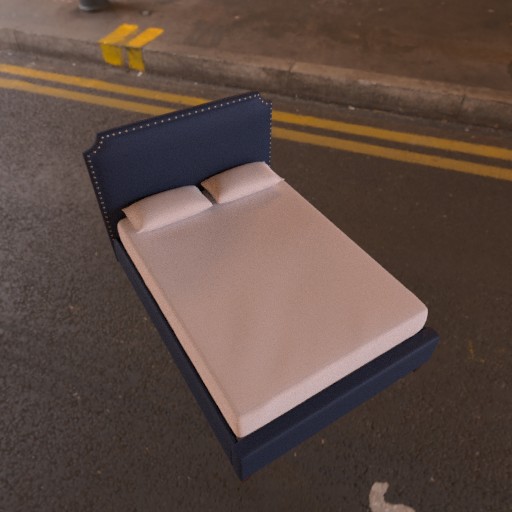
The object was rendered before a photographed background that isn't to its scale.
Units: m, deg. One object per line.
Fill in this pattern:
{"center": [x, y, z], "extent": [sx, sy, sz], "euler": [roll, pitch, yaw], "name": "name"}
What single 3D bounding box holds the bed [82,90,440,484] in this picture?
{"center": [0.000, 0.000, 3.413], "extent": [1.712, 1.443, 2.372], "euler": [-23, 49, -22], "name": "bed"}
